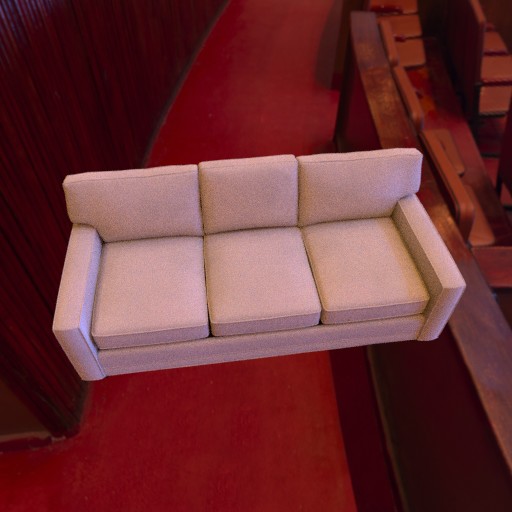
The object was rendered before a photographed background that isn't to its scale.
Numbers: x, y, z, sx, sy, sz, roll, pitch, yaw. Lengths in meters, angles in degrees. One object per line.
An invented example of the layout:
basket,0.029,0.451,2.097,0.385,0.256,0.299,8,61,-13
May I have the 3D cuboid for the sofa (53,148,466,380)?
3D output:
sofa,0.000,0.000,2.586,2.088,0.862,0.935,-6,48,-5
